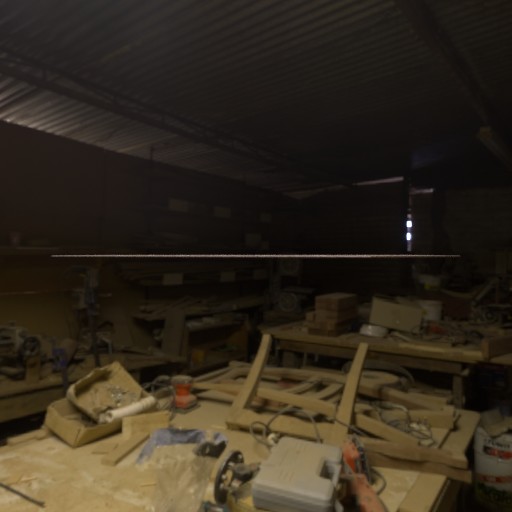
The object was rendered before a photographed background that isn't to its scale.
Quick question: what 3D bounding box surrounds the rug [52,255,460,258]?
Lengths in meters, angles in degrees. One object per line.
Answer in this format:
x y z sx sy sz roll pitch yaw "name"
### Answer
0.000 0.000 4.396 3.294 0.018 2.382 0 0 36 "rug"
